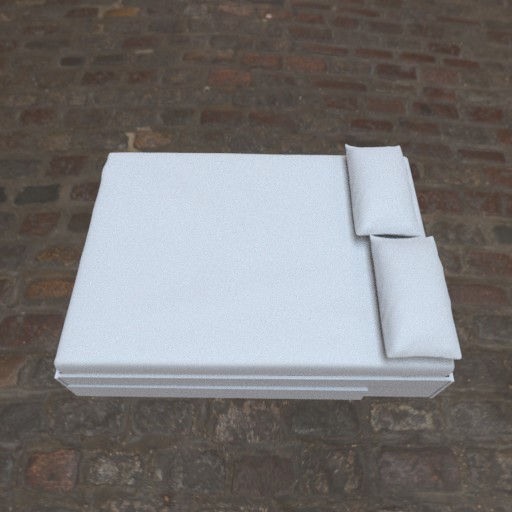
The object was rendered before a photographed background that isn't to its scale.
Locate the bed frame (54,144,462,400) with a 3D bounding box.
[{"bbox_3d":[0.000,0.000,2.545,1.950,0.629,1.450,1,58,0],"label":"bed frame"}]
